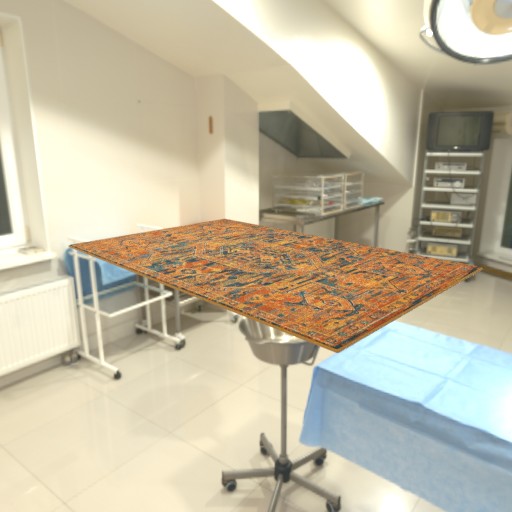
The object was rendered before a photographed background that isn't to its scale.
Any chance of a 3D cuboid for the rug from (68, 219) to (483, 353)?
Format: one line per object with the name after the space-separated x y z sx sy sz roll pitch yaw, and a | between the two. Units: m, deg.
0.000 0.000 1.082 0.863 0.008 0.557 14 21 43 | rug
